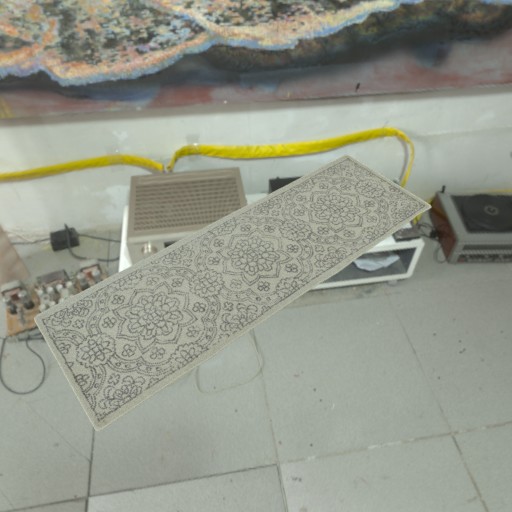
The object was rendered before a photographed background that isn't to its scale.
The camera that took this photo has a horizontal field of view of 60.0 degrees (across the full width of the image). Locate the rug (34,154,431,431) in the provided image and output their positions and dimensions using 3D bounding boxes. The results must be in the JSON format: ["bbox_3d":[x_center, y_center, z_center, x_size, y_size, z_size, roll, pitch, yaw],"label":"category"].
[{"bbox_3d":[0.000,0.000,2.685,2.431,0.006,0.806,-31,54,-25],"label":"rug"}]
